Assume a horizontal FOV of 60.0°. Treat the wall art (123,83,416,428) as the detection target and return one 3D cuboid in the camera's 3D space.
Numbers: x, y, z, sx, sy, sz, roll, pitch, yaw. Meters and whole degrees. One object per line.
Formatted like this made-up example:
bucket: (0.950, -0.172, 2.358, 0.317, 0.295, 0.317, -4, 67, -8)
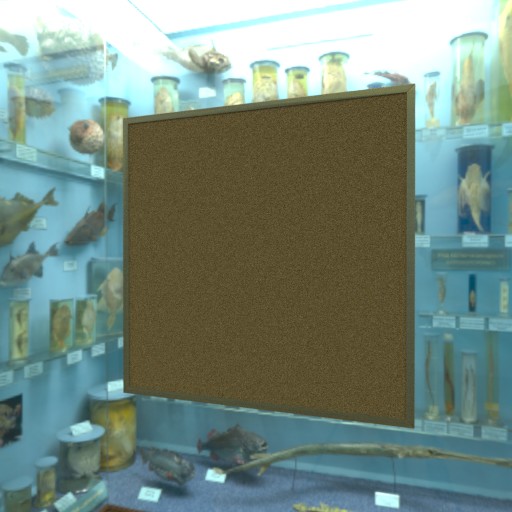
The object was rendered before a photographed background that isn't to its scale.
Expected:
wall art: (0.000, 0.000, 0.748, 0.505, 0.505, 0.037, 0, 0, 19)
